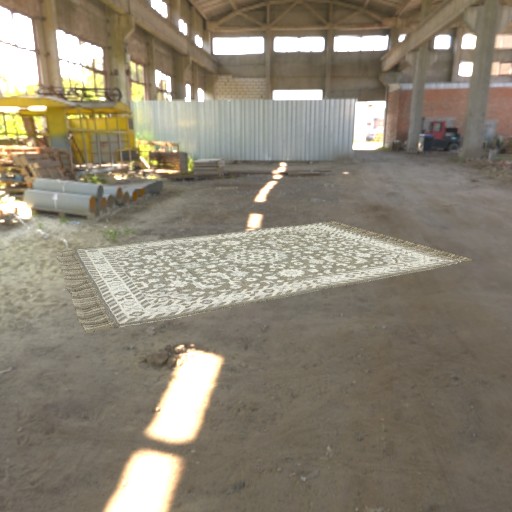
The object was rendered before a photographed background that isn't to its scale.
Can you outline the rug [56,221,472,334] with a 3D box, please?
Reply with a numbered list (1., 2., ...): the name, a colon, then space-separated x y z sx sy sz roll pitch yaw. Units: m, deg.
1. rug: 0.000 0.000 3.032 2.431 0.025 1.530 -8 17 -27
